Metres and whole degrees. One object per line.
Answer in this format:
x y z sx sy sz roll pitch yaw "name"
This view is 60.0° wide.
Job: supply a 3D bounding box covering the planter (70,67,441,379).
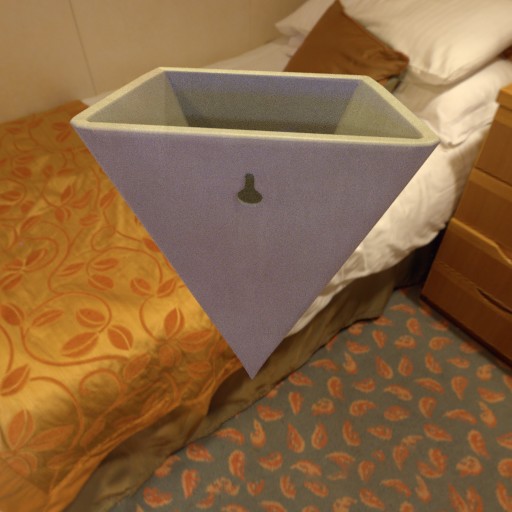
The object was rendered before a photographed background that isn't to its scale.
0.000 0.000 0.265 0.150 0.197 0.060 4 46 4 "planter"
